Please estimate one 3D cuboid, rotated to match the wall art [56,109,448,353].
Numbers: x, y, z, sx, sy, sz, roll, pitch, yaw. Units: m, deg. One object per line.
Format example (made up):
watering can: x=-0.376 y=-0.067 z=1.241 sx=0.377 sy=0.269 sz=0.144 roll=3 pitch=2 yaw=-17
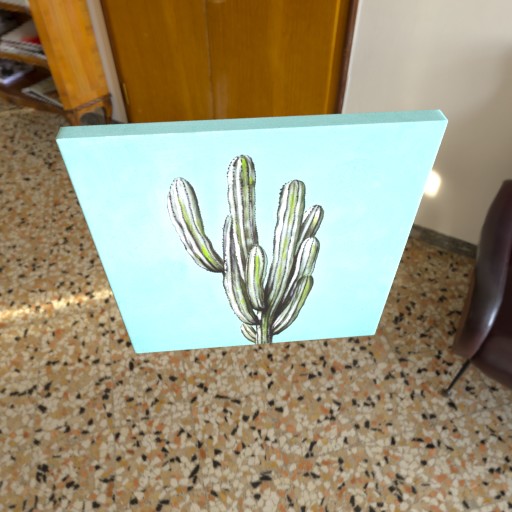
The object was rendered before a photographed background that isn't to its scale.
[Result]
wall art: x=0.000 y=0.000 z=1.153 sx=0.765 sy=0.766 sz=0.054 roll=-4 pitch=47 yaw=-4
